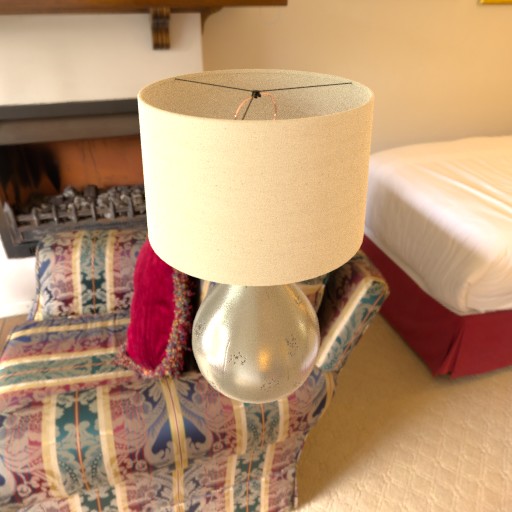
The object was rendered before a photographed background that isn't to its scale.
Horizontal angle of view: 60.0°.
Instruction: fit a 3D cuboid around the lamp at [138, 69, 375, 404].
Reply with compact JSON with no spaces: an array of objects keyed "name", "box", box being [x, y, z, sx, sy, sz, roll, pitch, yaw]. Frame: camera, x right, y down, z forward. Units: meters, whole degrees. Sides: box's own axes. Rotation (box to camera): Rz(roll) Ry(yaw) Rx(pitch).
[{"name":"lamp","box":[0.000,0.000,0.726,0.330,0.521,0.330,0,32,0]}]
